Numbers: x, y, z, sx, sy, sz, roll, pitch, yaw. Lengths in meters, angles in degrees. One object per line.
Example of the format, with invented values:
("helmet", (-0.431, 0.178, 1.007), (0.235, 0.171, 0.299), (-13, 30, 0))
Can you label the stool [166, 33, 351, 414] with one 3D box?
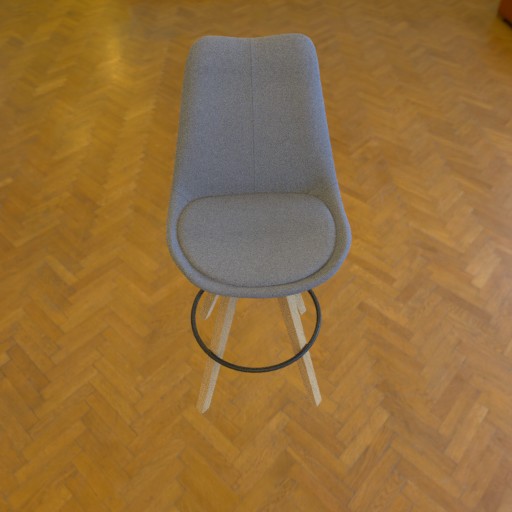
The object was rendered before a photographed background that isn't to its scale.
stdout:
("stool", (0.000, 0.000, 1.365), (0.485, 1.115, 0.550), (-3, 47, -3))
